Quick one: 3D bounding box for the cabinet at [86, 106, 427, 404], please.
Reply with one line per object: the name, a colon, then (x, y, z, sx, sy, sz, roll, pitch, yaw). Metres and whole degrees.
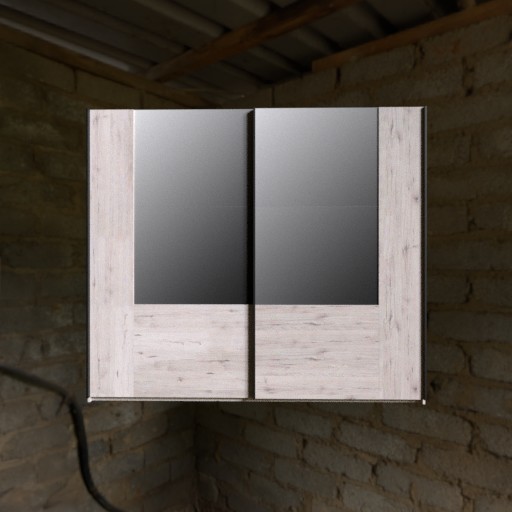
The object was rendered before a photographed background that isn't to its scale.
cabinet: (0.000, 0.000, 3.575, 2.500, 2.180, 0.660, 0, 0, 1)
